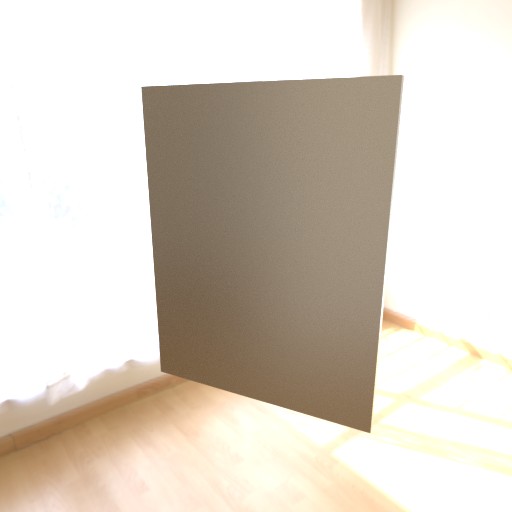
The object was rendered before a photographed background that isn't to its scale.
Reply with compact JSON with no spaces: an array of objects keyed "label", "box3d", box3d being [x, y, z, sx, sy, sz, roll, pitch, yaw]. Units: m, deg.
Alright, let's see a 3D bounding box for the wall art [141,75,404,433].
[{"label":"wall art","box3d":[0.000,0.000,1.425,0.816,1.046,0.030,8,19,25]}]
